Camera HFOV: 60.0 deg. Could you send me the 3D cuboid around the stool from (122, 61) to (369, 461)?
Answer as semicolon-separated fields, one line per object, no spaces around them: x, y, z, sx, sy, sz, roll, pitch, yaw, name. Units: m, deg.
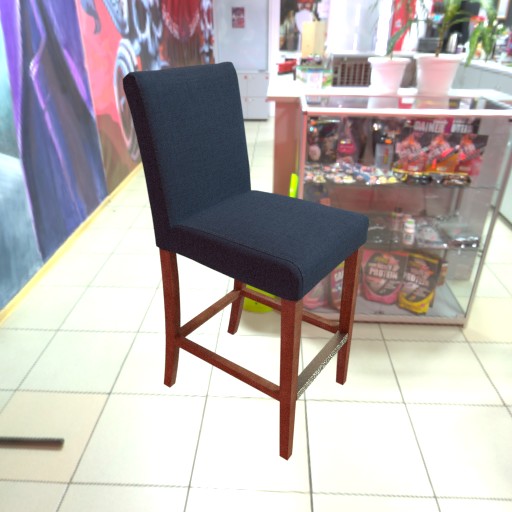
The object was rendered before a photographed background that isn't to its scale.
0.000;0.000;1.409;0.574;1.088;0.454;19;33;31;stool
